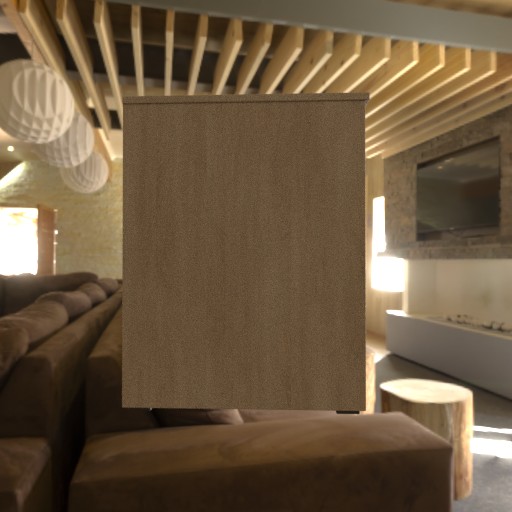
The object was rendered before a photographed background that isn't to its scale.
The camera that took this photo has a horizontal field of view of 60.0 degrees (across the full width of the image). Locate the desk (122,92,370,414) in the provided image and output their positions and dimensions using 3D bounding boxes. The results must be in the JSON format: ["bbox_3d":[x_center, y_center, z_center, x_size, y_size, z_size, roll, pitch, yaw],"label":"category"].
[{"bbox_3d":[0.000,0.000,1.693,0.600,0.770,1.251,0,-1,3],"label":"desk"}]
